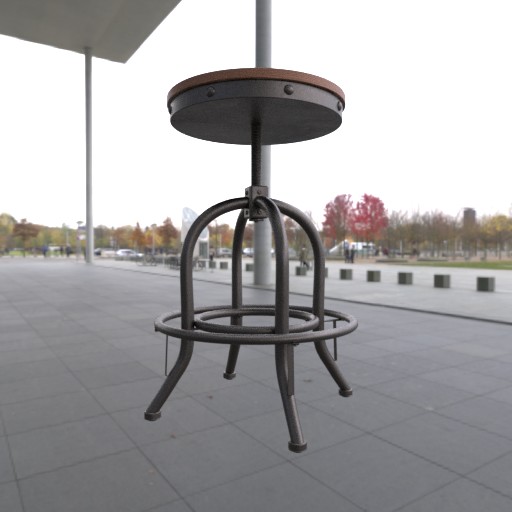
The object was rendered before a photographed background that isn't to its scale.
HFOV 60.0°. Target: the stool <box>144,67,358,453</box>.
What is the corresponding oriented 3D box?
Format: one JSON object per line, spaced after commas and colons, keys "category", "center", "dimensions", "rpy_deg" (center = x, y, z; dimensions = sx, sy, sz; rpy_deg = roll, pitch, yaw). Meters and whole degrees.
{"category": "stool", "center": [0.000, 0.000, 0.887], "dimensions": [0.439, 0.609, 0.439], "rpy_deg": [0, 1, -19]}
